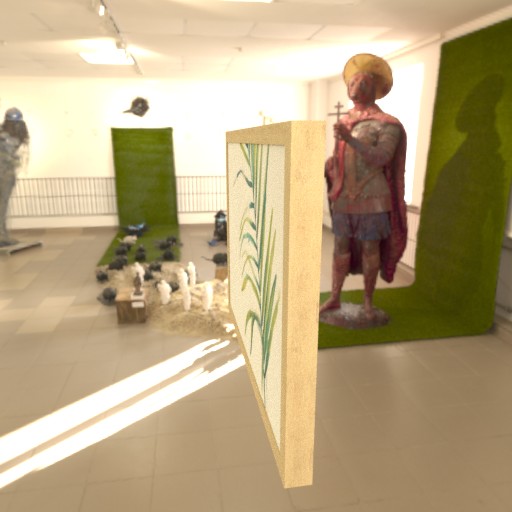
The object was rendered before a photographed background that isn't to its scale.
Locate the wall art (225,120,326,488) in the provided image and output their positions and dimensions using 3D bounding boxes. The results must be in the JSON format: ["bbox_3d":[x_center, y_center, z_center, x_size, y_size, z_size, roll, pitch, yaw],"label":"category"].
[{"bbox_3d":[0.000,0.000,0.686,0.032,0.380,0.532,-3,15,-10],"label":"wall art"}]
